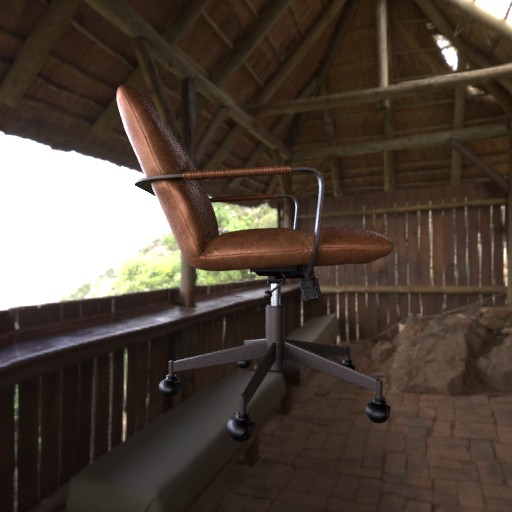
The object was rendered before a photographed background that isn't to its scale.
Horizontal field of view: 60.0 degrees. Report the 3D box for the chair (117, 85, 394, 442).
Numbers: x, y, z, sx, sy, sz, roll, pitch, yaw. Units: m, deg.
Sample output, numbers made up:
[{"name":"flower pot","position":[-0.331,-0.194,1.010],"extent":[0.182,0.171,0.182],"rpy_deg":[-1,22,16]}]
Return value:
[{"name":"chair","position":[0.000,0.000,1.437],"extent":[0.754,0.922,0.727],"rpy_deg":[0,1,-1]}]
